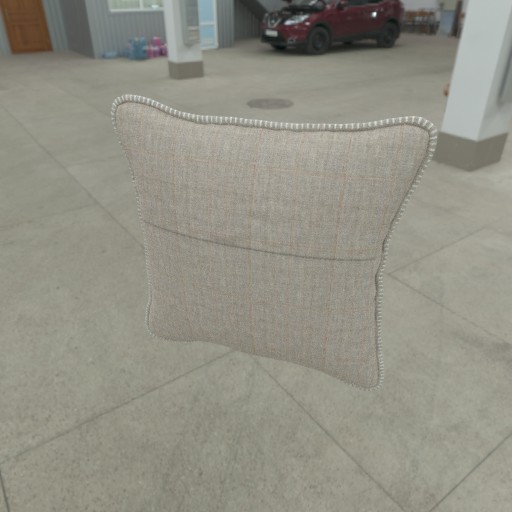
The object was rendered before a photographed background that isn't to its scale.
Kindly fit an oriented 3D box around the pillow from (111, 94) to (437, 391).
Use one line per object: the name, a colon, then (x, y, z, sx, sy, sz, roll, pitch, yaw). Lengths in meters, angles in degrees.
pillow: (0.000, 0.000, 0.744, 0.485, 0.494, 0.124, 10, 33, 16)
